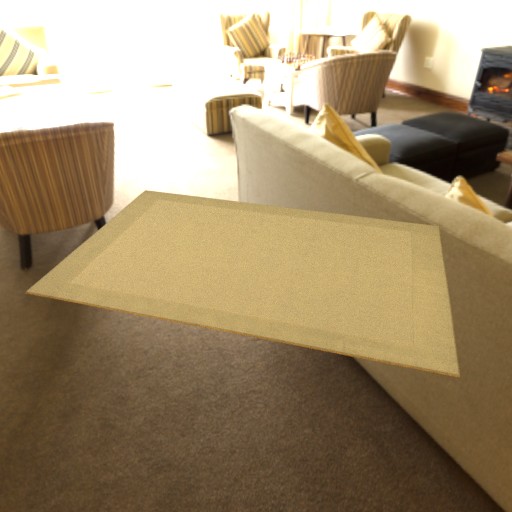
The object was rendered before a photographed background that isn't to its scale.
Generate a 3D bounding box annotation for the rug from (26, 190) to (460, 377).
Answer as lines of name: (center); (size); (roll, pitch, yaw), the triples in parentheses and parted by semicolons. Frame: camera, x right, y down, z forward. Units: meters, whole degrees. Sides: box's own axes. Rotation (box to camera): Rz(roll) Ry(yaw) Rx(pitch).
rug: (0.000, 0.000, 2.991); (2.438, 0.014, 1.524); (9, 34, 13)
